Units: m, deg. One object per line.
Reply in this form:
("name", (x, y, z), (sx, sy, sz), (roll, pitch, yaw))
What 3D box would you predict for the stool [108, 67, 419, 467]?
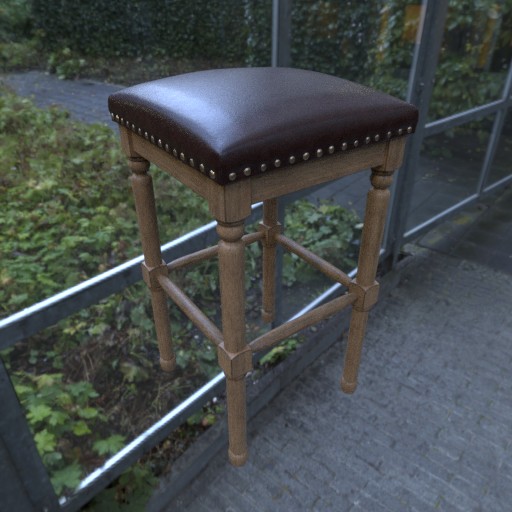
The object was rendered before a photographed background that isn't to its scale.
("stool", (0.000, 0.000, 0.902), (0.382, 0.702, 0.383), (-21, 37, -30))
